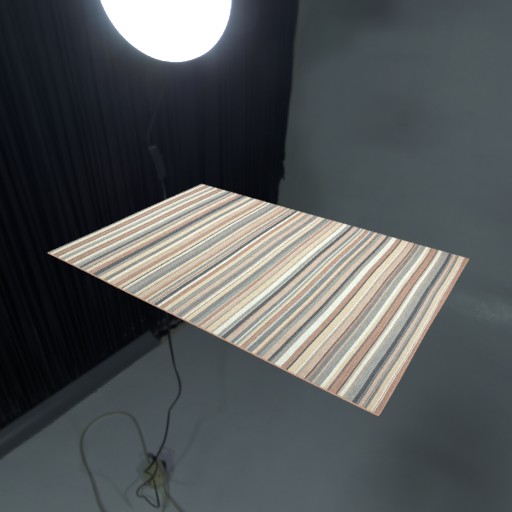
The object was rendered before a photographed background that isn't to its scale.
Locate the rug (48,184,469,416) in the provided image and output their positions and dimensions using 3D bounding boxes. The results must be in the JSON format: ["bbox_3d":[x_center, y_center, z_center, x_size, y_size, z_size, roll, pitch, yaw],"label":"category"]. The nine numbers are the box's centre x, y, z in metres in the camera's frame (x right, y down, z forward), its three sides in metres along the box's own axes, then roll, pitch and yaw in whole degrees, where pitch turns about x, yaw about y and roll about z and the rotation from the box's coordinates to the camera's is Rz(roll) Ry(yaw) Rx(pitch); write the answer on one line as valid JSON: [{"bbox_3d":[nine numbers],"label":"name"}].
[{"bbox_3d":[0.000,0.000,2.310,1.829,0.008,1.219,20,36,30],"label":"rug"}]
